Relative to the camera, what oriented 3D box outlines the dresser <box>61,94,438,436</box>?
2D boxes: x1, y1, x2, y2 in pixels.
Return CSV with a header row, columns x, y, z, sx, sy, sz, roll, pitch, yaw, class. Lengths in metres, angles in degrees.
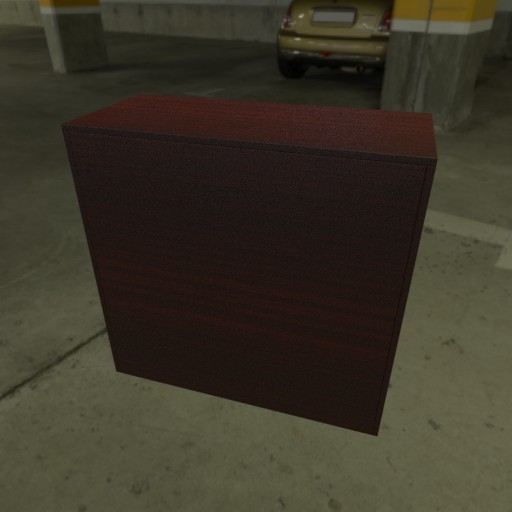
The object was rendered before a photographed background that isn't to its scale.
x,y,z,sx,sy,sz,roll,pitch,yaw,class
0.000,0.000,1.170,0.750,0.720,0.360,9,32,15,dresser
